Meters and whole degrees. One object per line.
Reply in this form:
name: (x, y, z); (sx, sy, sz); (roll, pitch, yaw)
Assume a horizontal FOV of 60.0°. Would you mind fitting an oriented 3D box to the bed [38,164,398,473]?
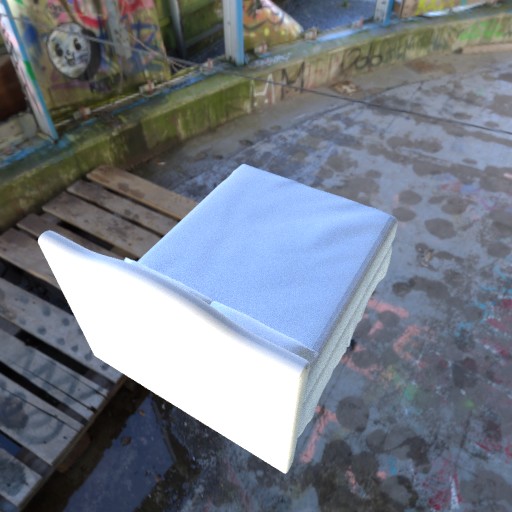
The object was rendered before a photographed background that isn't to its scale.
bed: (0.000, 0.000, 3.374); (1.753, 1.460, 2.143); (23, 51, 21)
